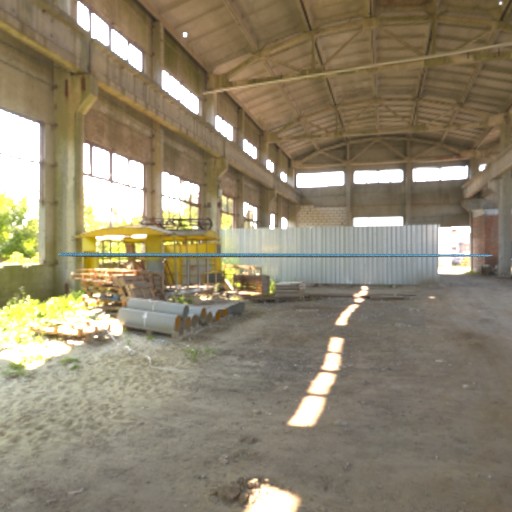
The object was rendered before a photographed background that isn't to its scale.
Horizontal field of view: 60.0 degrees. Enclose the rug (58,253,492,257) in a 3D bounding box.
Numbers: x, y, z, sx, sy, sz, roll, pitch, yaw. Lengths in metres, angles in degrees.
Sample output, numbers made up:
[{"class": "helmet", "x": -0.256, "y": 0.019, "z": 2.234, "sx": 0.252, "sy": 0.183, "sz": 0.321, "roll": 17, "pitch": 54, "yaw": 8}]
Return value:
[{"class": "rug", "x": 0.000, "y": 0.000, "z": 3.948, "sx": 2.964, "sy": 0.018, "sz": 2.350, "roll": 0, "pitch": 0, "yaw": -17}]
